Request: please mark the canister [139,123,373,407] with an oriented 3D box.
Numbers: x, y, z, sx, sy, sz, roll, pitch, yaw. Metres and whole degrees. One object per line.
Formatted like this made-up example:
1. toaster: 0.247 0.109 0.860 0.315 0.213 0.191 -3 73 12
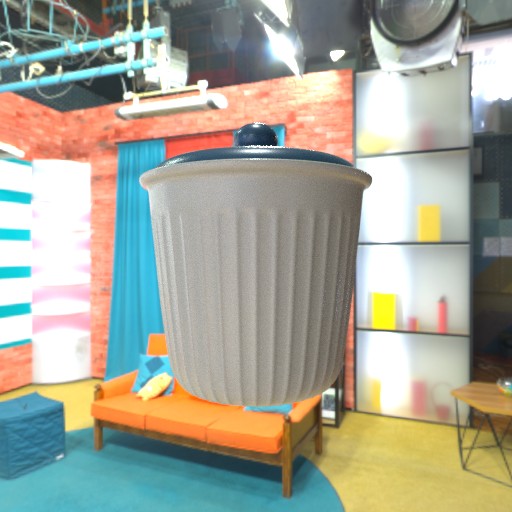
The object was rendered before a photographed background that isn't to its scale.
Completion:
1. canister: 0.000 0.000 0.356 0.181 0.211 0.181 0 0 0
